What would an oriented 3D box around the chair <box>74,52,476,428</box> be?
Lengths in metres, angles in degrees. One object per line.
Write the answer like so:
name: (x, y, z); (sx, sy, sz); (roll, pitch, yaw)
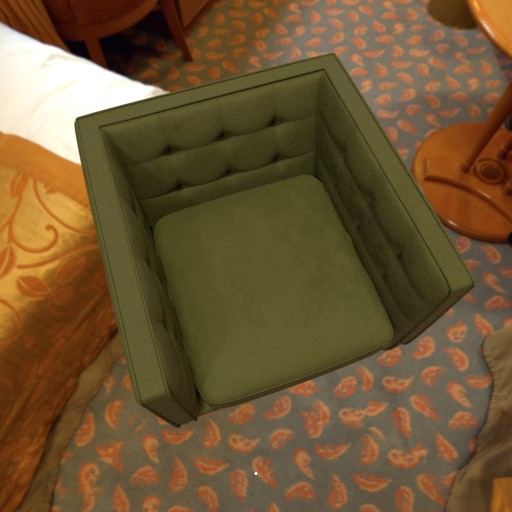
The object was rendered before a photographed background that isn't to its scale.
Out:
chair: (0.000, 0.000, 1.538); (0.880, 0.790, 0.894); (-18, 65, -8)
